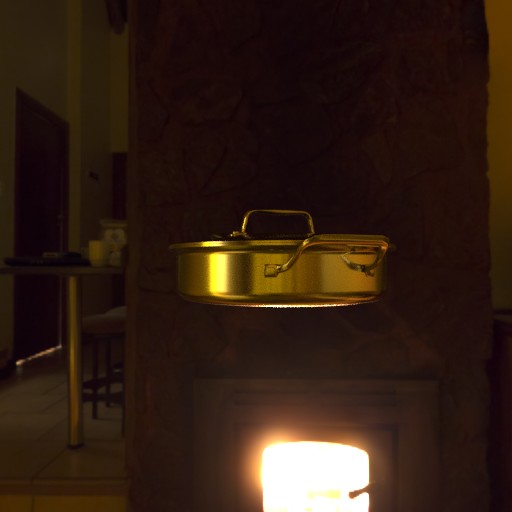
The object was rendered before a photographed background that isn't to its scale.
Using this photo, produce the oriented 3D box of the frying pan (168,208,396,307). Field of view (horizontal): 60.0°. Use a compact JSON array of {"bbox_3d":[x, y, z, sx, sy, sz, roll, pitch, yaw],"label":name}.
[{"bbox_3d":[0.000,0.000,0.658,0.280,0.114,0.561,0,-2,-18],"label":"frying pan"}]
